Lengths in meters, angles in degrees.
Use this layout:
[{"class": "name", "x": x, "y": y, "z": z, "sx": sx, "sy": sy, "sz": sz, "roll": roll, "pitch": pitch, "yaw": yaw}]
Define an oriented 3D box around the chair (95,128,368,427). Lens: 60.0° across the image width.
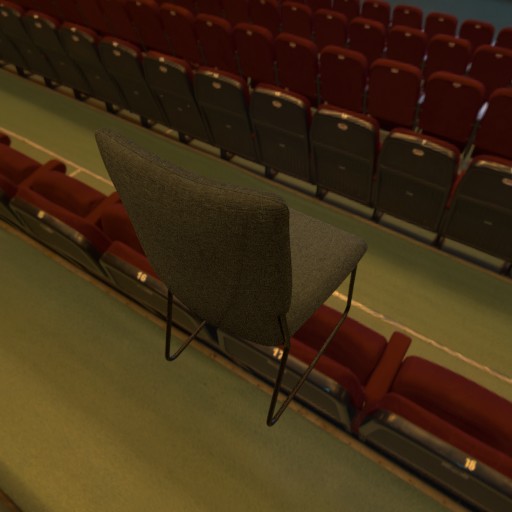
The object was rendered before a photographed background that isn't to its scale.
[{"class": "chair", "x": 0.000, "y": 0.000, "z": 1.277, "sx": 0.480, "sy": 0.931, "sz": 0.635, "roll": 26, "pitch": 51, "yaw": 23}]
